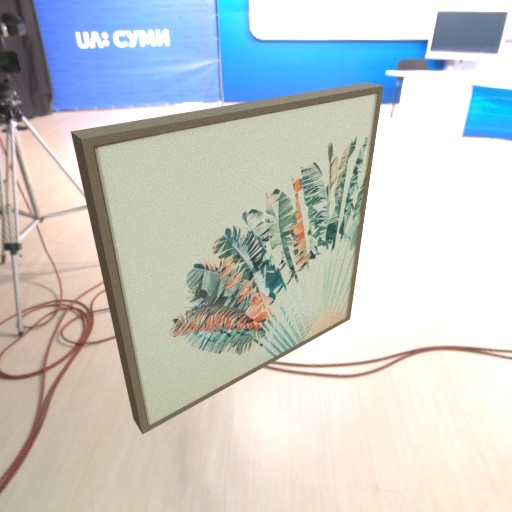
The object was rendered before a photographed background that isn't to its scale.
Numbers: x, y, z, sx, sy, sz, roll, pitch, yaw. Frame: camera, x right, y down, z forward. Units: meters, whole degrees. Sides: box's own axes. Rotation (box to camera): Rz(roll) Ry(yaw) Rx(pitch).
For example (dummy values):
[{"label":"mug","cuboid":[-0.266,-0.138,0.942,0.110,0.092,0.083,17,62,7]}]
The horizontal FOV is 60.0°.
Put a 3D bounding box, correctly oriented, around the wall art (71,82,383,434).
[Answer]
[{"label":"wall art","cuboid":[0.000,0.000,0.763,0.508,0.506,0.038,-21,37,-31]}]
